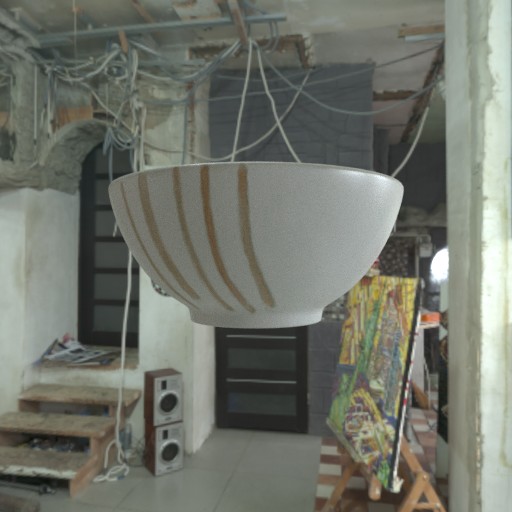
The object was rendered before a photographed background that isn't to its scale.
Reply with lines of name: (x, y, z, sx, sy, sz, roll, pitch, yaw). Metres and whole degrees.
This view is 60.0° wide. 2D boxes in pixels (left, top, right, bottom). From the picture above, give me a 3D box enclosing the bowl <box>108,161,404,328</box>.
bowl: (0.000, 0.000, 0.423, 0.268, 0.121, 0.268, 0, -1, 0)
